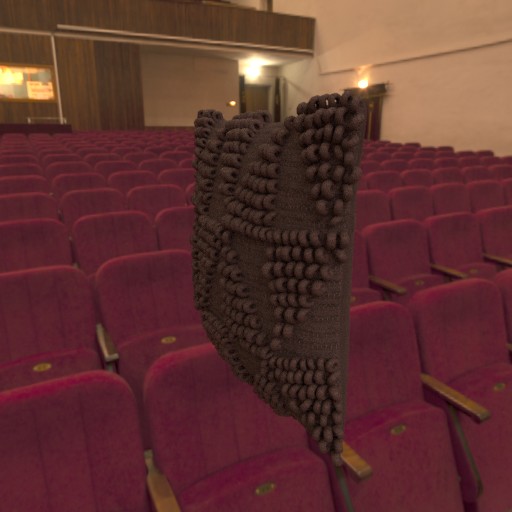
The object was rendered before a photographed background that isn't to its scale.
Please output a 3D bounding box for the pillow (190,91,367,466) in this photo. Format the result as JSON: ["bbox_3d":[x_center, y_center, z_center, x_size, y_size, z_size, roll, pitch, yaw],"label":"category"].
[{"bbox_3d":[0.000,0.000,0.711,0.172,0.467,0.470,-8,17,-26],"label":"pillow"}]
